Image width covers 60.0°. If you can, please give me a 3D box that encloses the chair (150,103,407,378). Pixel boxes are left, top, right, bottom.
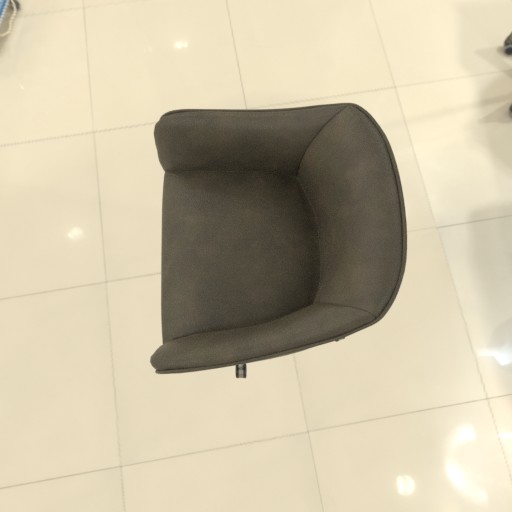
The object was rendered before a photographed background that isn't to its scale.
[{"bbox_3d":[0.000,0.000,1.353,0.689,0.827,0.713,-3,74,-1],"label":"chair"}]
